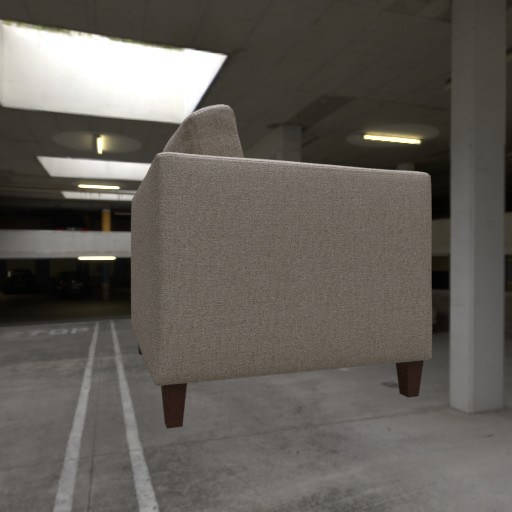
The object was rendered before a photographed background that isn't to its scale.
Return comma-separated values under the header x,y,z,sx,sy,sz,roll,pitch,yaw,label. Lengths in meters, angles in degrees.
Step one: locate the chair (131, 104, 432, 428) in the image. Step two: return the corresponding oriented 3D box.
x,y,z,sx,sy,sz,roll,pitch,yaw,label
0.000,0.000,1.850,0.959,0.961,1.107,0,0,-19,chair
